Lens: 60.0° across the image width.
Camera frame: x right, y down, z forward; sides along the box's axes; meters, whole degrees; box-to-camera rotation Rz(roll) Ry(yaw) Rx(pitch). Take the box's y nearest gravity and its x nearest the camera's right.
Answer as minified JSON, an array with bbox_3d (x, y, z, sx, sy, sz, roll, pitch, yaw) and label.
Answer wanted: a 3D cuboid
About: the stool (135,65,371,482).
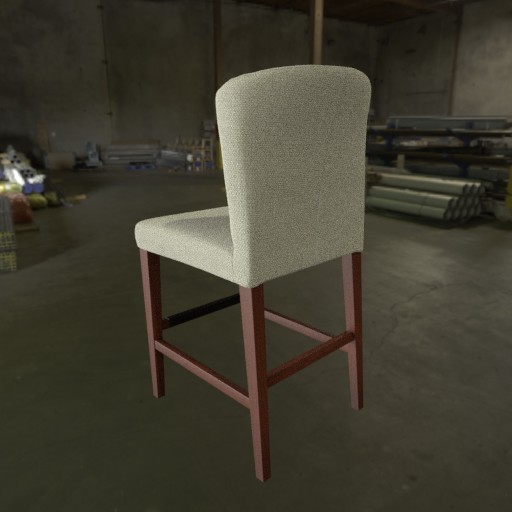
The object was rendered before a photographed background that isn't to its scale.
[{"bbox_3d":[0.000,0.000,1.280,0.481,0.969,0.568,-15,22,-42],"label":"stool"}]
